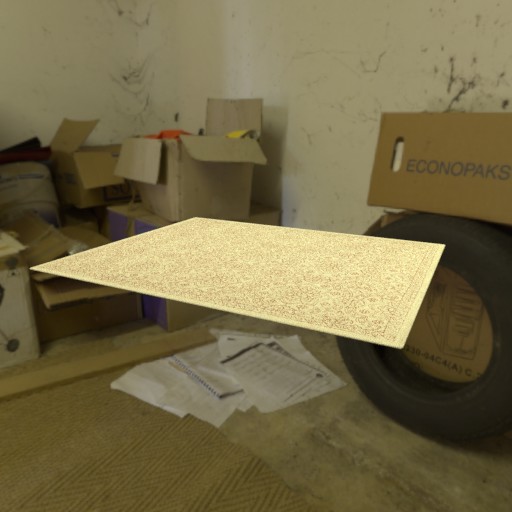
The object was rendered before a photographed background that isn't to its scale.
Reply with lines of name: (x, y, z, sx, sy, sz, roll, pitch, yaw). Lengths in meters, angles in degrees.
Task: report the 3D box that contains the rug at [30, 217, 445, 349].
rug: (0.000, 0.000, 4.109, 3.050, 0.015, 2.441, 8, 18, 26)
